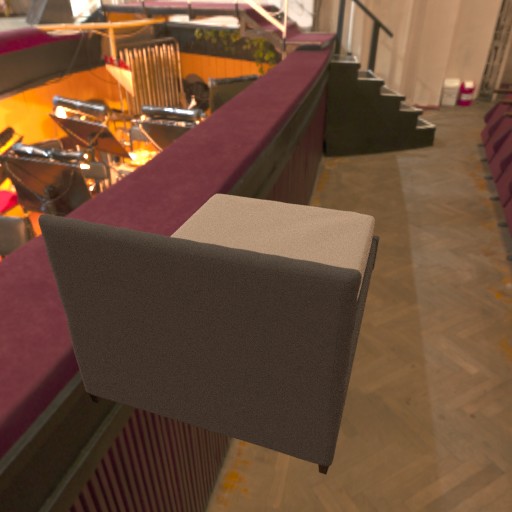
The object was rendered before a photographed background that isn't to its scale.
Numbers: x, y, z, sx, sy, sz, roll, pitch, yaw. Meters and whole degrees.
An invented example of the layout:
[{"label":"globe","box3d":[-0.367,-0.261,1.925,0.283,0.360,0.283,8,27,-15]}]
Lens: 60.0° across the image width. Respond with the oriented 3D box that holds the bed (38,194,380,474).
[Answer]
[{"label":"bed","box3d":[0.000,0.000,3.335,1.698,1.427,2.231,10,33,16]}]
